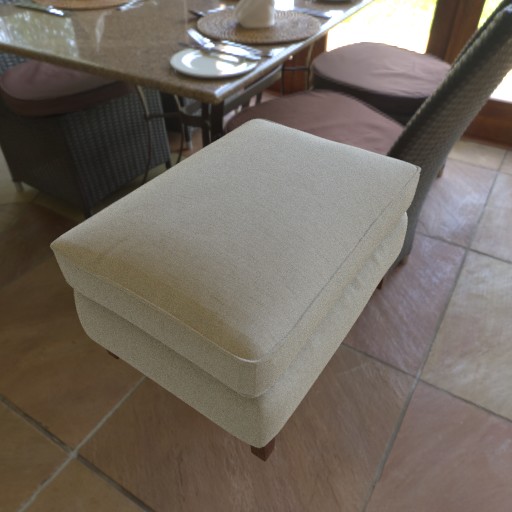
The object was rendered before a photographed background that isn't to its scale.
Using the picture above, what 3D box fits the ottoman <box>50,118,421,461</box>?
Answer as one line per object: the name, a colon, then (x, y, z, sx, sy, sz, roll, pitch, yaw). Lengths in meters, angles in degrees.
ottoman: (0.000, 0.000, 0.980, 0.501, 0.406, 0.665, 25, 47, 25)
